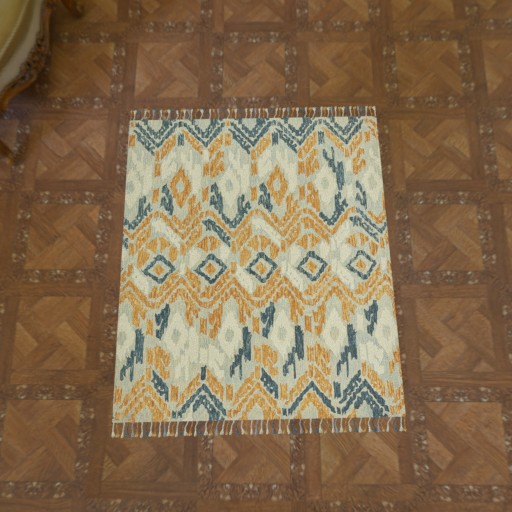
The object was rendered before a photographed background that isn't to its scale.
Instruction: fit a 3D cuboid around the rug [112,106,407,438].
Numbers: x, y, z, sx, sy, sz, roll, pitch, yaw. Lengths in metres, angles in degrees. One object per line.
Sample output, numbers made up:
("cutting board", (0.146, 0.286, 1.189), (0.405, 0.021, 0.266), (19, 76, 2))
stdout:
("rug", (0.000, 0.000, 4.033), (2.439, 0.010, 3.048), (-1, 76, 0))
